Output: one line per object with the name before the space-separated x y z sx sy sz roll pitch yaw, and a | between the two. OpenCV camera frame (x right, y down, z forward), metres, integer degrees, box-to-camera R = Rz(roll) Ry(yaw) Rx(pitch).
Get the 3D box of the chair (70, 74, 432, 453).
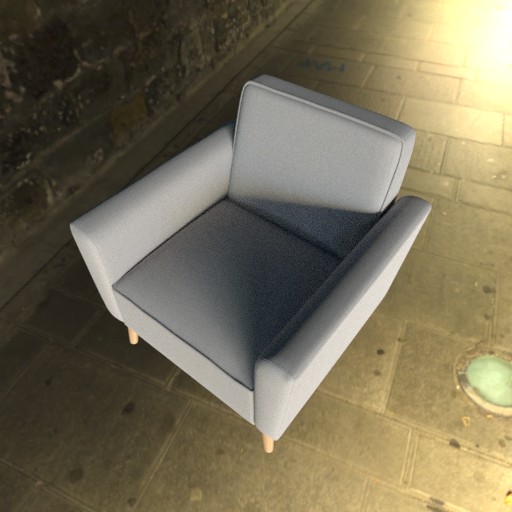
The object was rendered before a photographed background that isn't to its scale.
chair | 0.000 0.000 1.409 0.780 0.780 0.750 30 54 25
